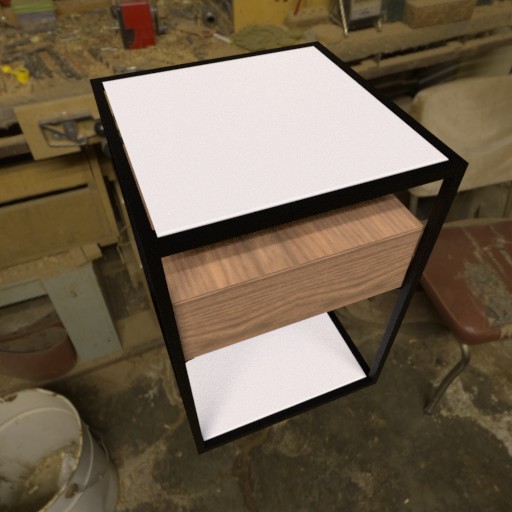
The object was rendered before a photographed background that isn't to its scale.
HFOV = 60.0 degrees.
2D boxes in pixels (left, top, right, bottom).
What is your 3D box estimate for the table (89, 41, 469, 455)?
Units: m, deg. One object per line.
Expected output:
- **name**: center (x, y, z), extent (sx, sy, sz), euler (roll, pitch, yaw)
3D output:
- **table**: center (0.000, 0.000, 0.780), extent (0.378, 0.540, 0.378), euler (-16, 49, -15)
